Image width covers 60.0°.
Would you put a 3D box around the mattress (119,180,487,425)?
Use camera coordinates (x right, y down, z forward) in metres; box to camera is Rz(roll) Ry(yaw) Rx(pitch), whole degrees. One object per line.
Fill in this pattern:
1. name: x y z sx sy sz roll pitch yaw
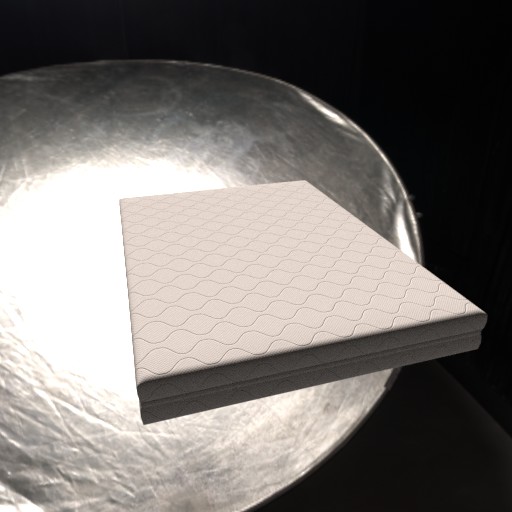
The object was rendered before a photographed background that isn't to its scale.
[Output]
1. mattress: 0.000 0.000 2.465 1.400 0.200 1.900 -8 28 -15
